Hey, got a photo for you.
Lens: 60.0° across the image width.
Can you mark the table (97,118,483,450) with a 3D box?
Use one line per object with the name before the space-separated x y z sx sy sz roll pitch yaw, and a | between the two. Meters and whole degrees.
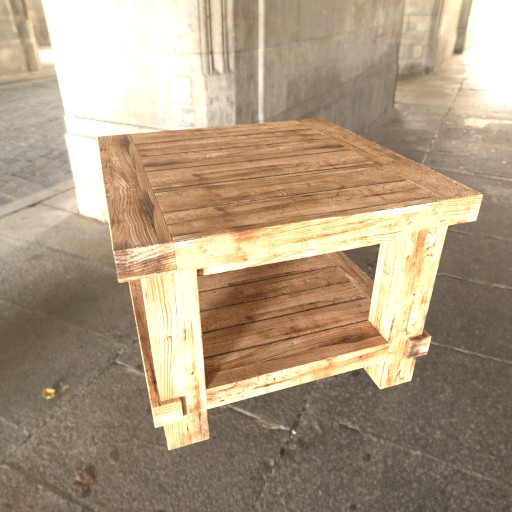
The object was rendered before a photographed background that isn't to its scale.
table | 0.000 0.000 1.031 0.610 0.457 0.610 -10 31 -17
